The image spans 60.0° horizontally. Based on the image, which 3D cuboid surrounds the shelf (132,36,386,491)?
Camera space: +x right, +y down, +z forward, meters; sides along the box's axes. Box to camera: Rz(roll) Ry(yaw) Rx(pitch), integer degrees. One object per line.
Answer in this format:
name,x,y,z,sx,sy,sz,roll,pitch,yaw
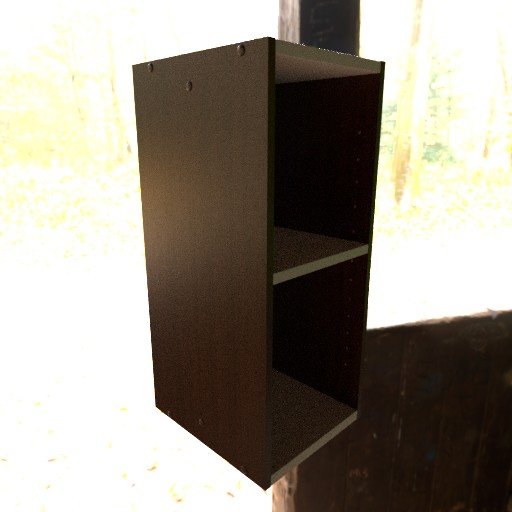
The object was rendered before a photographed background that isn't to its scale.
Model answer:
shelf,0.000,0.000,0.744,0.253,0.600,0.290,-15,21,-43
